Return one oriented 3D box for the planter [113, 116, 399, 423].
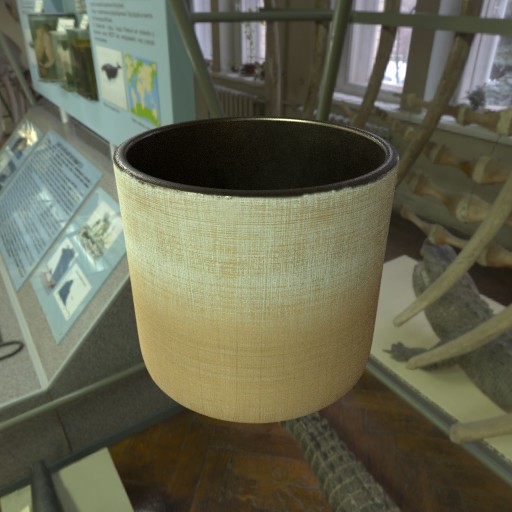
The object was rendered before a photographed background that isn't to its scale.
[{"bbox_3d":[0.000,0.000,0.396,0.221,0.201,0.221,0,29,0],"label":"planter"}]
